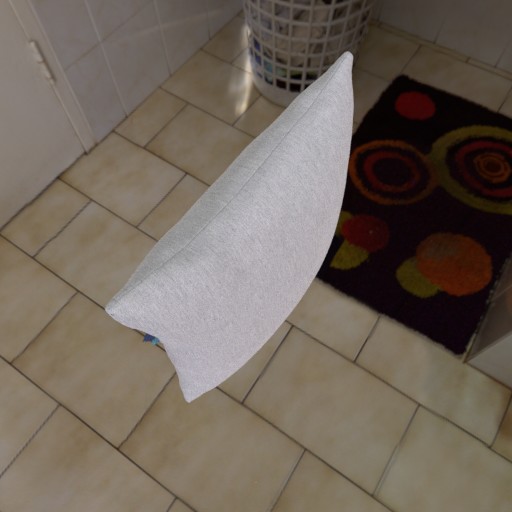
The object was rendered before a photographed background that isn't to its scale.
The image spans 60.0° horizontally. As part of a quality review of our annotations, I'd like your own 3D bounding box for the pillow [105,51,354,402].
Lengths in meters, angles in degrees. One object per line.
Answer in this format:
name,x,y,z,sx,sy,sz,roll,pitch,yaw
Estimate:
pillow,0.000,0.000,0.673,0.173,0.436,0.433,33,68,16
